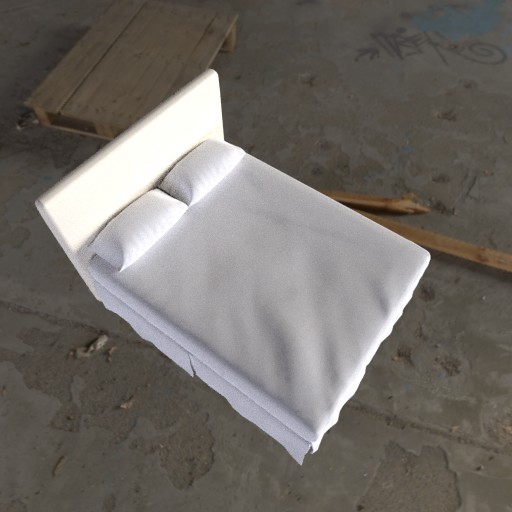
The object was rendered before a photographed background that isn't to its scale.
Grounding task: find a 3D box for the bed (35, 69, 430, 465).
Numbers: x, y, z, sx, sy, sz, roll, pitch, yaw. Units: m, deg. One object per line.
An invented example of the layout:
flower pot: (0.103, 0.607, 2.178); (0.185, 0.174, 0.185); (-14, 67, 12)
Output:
bed: (0.000, 0.000, 3.205); (2.142, 1.330, 1.713); (32, 63, 19)
